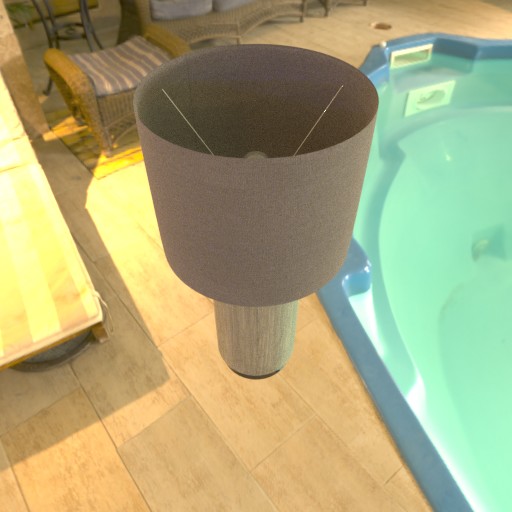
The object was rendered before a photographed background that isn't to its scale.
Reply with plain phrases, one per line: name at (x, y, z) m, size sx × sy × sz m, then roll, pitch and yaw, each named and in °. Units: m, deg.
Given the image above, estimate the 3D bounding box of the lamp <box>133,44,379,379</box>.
lamp at (0.000, 0.000, 0.573) m, size 0.228 × 0.444 × 0.228 m, roll -25°, pitch 51°, yaw -22°
